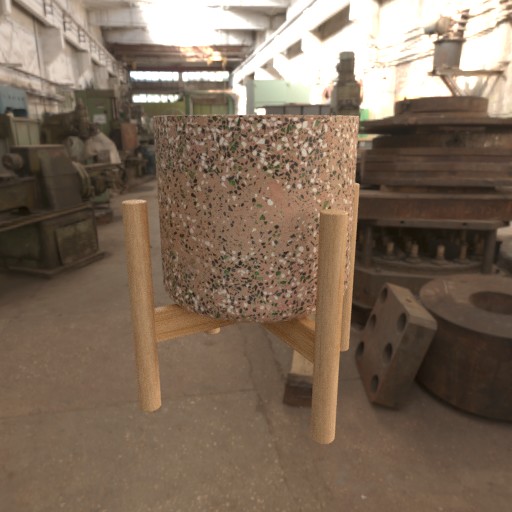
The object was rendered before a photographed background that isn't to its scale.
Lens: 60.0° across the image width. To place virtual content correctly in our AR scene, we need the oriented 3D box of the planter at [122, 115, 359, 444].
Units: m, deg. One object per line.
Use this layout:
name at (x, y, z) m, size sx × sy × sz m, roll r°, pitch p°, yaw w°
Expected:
planter at (0.000, 0.000, 0.534) m, size 0.284 × 0.320 × 0.284 m, roll -2°, pitch 17°, yaw -7°
